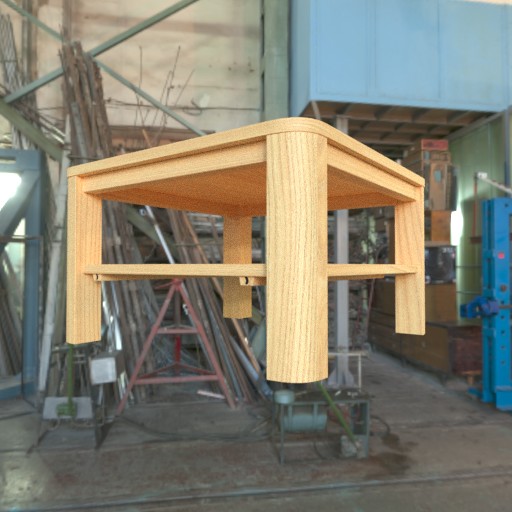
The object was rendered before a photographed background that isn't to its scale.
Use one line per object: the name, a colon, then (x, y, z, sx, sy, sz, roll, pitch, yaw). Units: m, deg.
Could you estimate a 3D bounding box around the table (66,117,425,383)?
table: (0.000, 0.000, 1.246, 0.750, 0.450, 0.750, -1, -2, 36)
